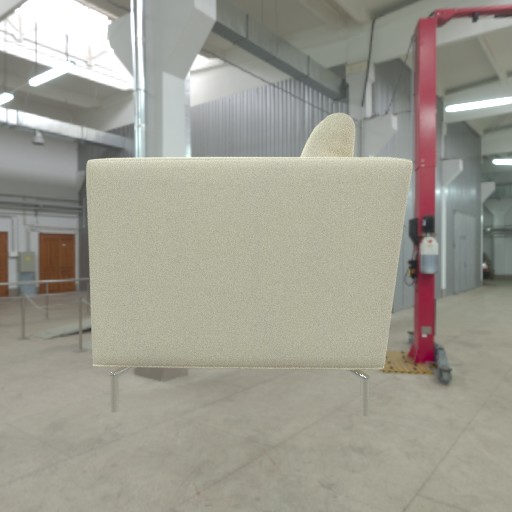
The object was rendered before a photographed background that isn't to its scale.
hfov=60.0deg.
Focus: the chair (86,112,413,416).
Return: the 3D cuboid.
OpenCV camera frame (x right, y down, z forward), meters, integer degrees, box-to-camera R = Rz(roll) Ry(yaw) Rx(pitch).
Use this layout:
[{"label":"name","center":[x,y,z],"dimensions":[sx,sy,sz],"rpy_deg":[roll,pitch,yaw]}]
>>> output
[{"label":"chair","center":[0.000,0.000,1.672],"dimensions":[0.889,0.865,1.041],"rpy_deg":[0,1,2]}]
